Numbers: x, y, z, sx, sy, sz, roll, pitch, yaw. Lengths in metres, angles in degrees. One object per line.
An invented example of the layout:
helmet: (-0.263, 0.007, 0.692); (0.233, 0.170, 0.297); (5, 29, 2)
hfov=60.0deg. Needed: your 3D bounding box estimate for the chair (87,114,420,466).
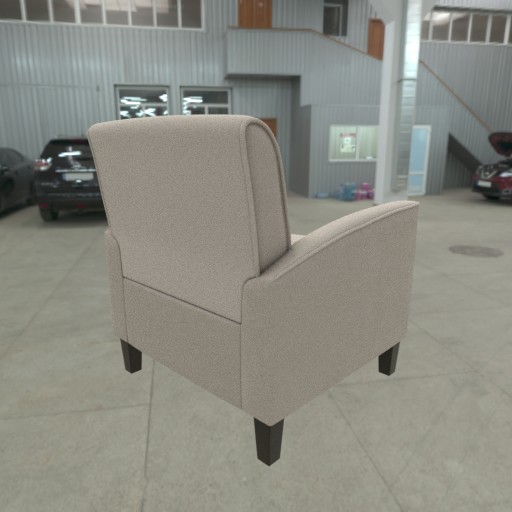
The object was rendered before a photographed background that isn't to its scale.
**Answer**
chair: (0.000, 0.000, 1.564); (0.820, 0.915, 0.820); (14, 20, 42)
